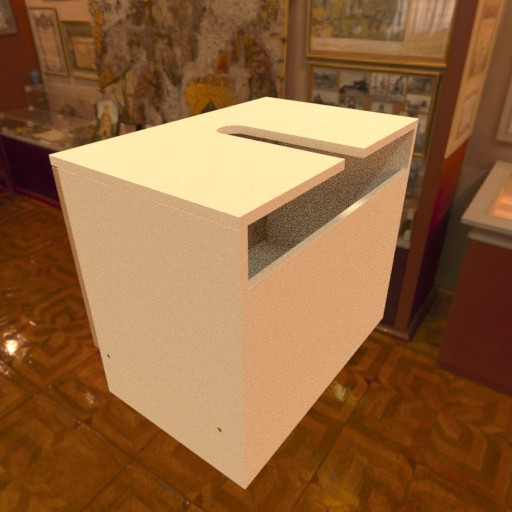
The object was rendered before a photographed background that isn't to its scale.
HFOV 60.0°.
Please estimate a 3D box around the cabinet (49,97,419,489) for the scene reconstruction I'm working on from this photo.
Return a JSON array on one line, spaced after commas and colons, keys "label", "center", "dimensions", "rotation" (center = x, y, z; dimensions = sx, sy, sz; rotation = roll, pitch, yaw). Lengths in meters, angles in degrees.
[{"label": "cabinet", "center": [0.000, 0.000, 0.950], "dimensions": [0.400, 0.522, 0.600], "rotation": [21, 36, 31]}]
